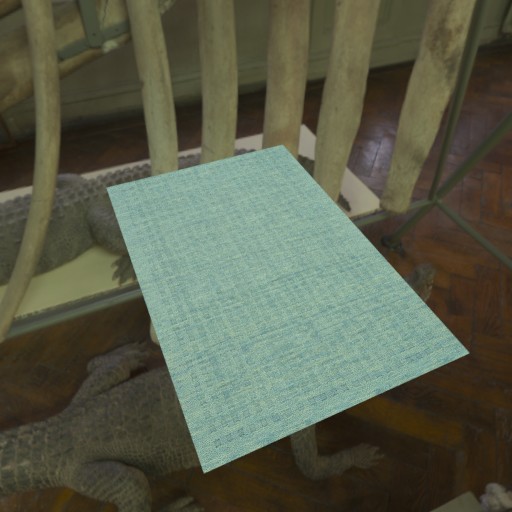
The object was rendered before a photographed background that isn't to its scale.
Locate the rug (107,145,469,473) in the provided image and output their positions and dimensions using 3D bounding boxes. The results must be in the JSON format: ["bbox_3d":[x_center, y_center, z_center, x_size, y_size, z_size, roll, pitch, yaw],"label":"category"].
[{"bbox_3d":[0.000,0.000,2.922,1.522,0.006,2.286,-18,48,-16],"label":"rug"}]
